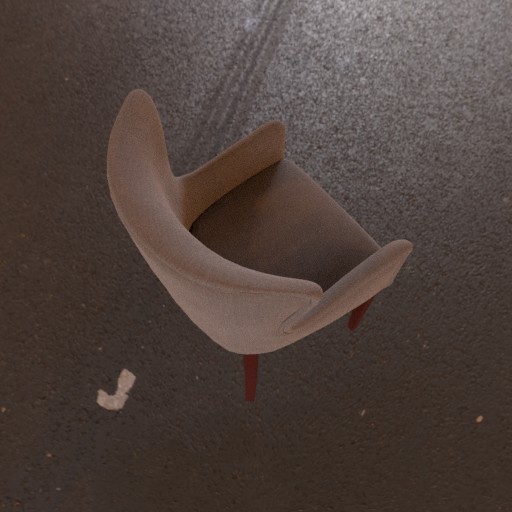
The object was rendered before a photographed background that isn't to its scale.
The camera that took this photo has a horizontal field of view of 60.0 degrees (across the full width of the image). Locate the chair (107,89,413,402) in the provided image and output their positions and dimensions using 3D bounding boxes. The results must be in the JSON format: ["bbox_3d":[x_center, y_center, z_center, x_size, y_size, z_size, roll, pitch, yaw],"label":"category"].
[{"bbox_3d":[0.000,0.000,1.428,0.677,0.948,0.732,-32,64,-18],"label":"chair"}]
